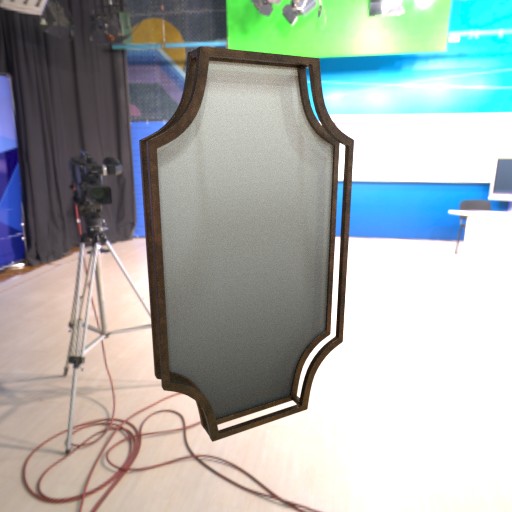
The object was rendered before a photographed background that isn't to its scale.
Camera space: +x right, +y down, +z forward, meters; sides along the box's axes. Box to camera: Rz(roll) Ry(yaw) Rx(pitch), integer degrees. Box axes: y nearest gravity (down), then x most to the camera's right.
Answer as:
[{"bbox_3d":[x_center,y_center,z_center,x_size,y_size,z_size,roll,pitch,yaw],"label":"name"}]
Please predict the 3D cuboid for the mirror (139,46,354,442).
[{"bbox_3d":[0.000,0.000,0.970,0.462,0.811,0.066,-8,17,-27],"label":"mirror"}]
